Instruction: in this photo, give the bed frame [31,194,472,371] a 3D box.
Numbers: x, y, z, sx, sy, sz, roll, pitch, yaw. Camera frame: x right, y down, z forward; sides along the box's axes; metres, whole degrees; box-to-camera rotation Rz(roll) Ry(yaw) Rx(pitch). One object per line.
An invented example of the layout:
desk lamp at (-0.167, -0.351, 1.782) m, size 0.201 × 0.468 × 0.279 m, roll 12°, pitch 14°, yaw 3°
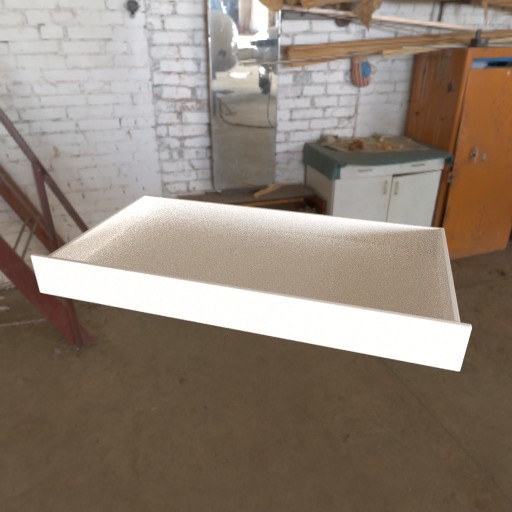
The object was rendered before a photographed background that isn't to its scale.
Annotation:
bed frame at (0.000, 0.000, 1.558) m, size 1.300 × 0.141 × 0.670 m, roll 8°, pitch 29°, yaw 15°
